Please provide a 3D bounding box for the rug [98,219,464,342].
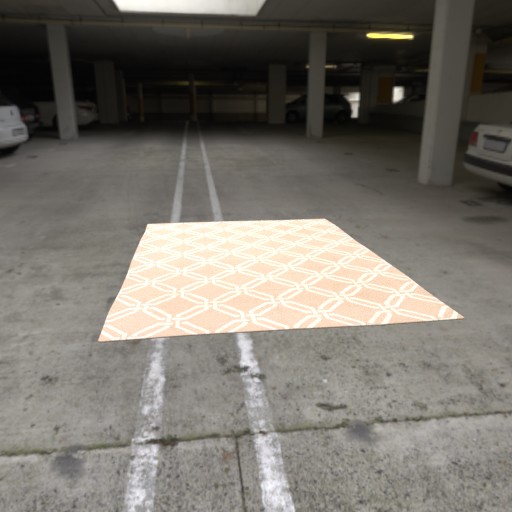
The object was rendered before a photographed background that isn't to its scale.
[{"bbox_3d":[0.000,0.000,4.458,2.452,0.020,3.365,-2,17,-8],"label":"rug"}]
